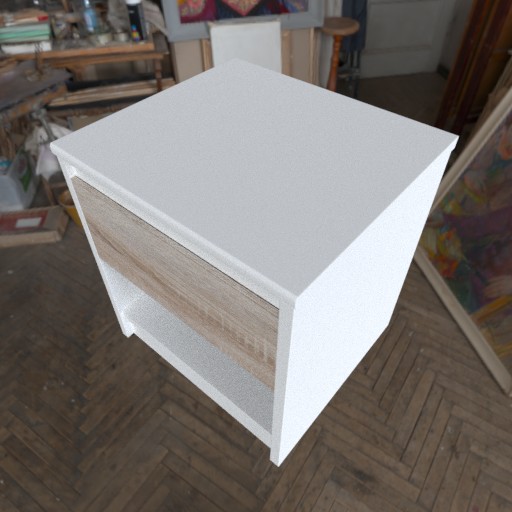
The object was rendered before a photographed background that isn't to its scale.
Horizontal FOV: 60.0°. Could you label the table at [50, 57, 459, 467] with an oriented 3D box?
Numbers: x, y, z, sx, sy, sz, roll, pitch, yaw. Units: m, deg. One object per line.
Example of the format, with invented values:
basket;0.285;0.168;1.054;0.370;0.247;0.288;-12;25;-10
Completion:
table;0.000;0.000;0.776;0.420;0.460;0.380;31;53;27
